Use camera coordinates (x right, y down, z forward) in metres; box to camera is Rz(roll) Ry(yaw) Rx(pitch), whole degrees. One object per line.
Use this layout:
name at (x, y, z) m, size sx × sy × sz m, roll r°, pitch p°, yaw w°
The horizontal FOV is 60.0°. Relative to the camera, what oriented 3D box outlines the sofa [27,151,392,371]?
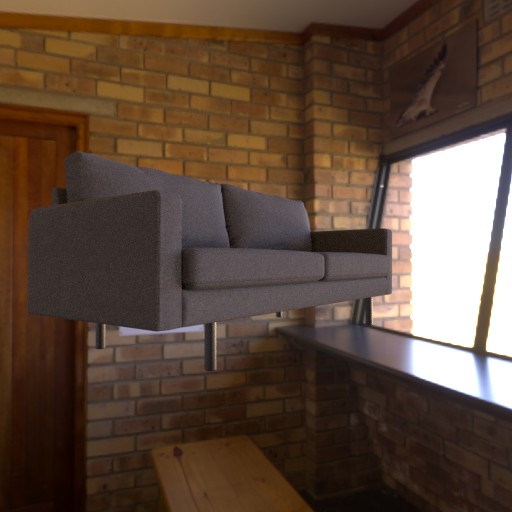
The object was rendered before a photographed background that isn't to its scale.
sofa at (0.000, 0.000, 2.473) m, size 0.880 × 0.880 × 2.100 m, roll -1°, pitch -1°, yaw 37°
